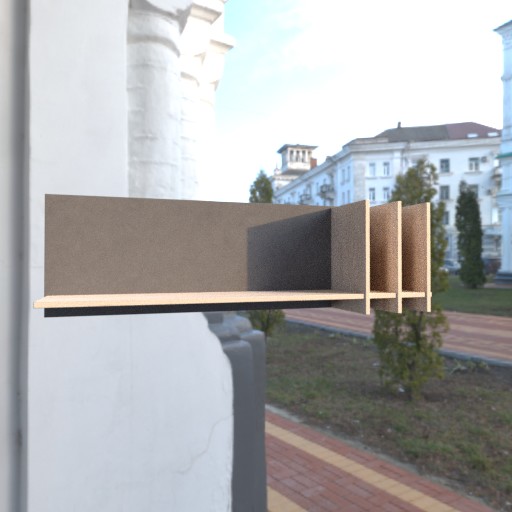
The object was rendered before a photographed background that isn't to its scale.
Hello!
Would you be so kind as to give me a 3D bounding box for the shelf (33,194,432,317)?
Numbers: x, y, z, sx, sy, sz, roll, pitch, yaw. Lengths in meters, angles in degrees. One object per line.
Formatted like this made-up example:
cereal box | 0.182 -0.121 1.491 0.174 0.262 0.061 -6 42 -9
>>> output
shelf | 0.000 0.000 1.146 1.020 0.300 0.200 0 -1 -18
